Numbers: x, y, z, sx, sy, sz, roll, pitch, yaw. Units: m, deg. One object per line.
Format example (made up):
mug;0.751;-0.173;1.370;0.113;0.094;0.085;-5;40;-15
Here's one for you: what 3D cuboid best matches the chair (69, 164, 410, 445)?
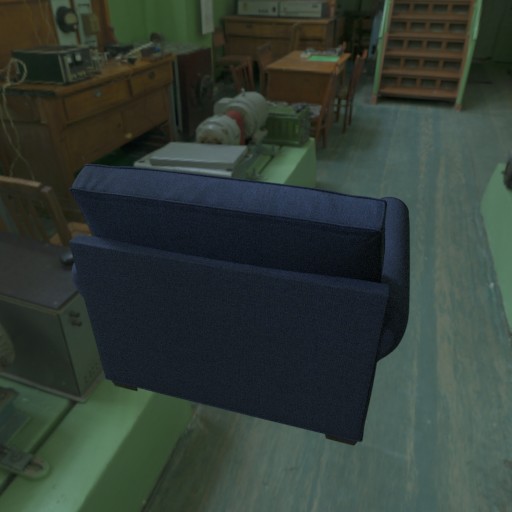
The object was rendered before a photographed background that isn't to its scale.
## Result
chair;0.000;0.000;1.971;1.285;1.044;0.963;9;34;14
